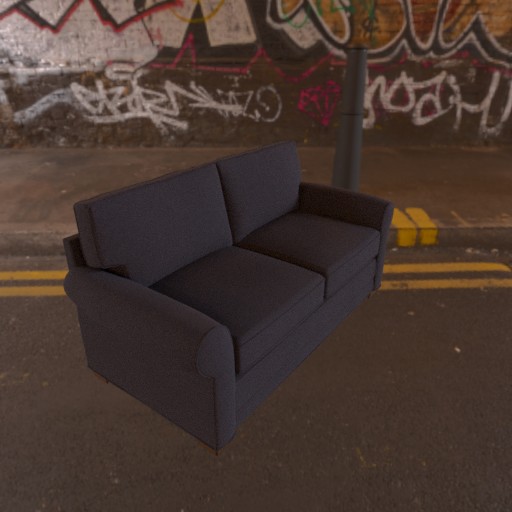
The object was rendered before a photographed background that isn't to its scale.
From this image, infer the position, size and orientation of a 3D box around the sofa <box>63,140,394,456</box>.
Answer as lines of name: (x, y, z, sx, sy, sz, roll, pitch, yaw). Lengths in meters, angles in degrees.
sofa: (0.000, 0.000, 2.598, 0.951, 1.031, 2.009, 18, 31, 32)
